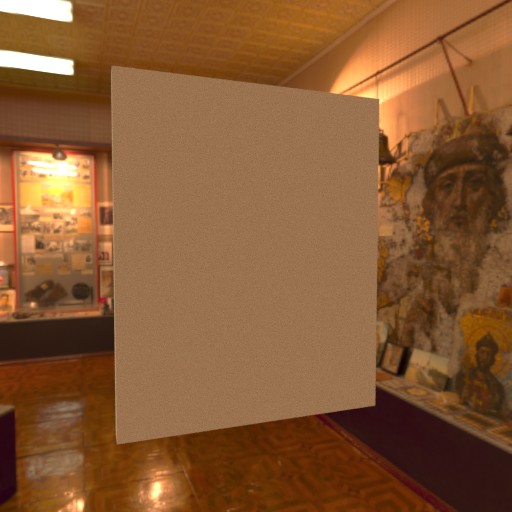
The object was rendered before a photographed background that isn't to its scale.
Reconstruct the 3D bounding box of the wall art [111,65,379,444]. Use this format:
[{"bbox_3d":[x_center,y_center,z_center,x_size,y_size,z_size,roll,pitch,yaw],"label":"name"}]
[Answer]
[{"bbox_3d":[0.000,0.000,0.739,0.451,0.553,0.039,-1,3,-20],"label":"wall art"}]
